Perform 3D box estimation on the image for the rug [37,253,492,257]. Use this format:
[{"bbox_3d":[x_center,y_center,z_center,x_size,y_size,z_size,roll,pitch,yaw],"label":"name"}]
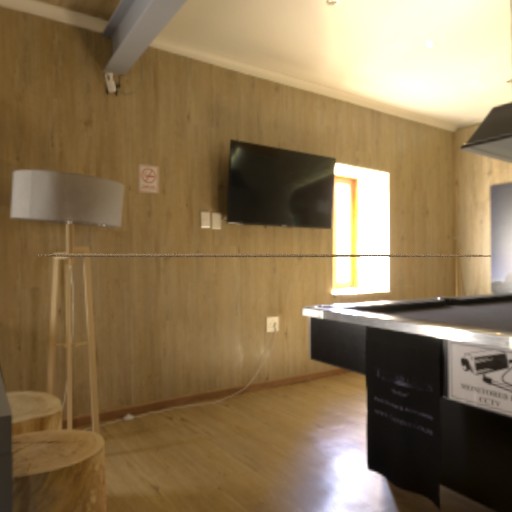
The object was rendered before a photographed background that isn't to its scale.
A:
[{"bbox_3d":[0.000,0.000,2.992,2.486,0.013,1.548,0,0,-18],"label":"rug"}]
